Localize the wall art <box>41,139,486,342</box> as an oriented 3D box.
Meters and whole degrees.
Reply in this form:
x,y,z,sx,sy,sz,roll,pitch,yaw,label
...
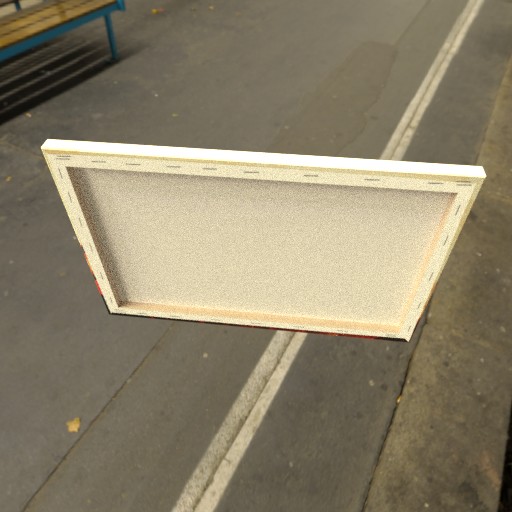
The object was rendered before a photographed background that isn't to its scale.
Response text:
x,y,z,sx,sy,sz,roll,pitch,yaw,label
0.000,0.000,1.138,0.918,0.602,0.038,5,47,4,wall art
